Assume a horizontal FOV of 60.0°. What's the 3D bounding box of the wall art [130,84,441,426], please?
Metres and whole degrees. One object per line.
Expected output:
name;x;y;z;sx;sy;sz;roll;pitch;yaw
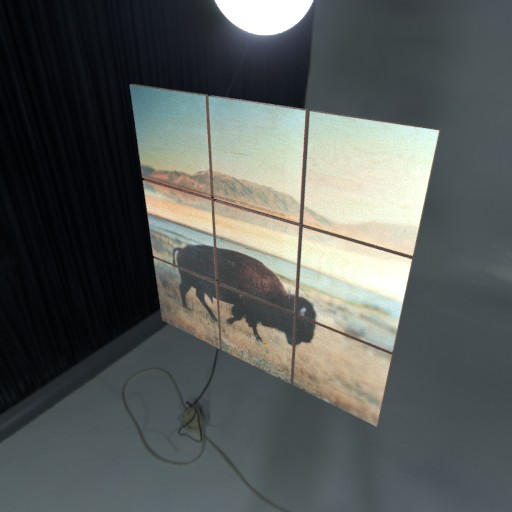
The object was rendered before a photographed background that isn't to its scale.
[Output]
wall art;0.000;0.000;1.351;0.906;0.904;0.018;19;36;29
